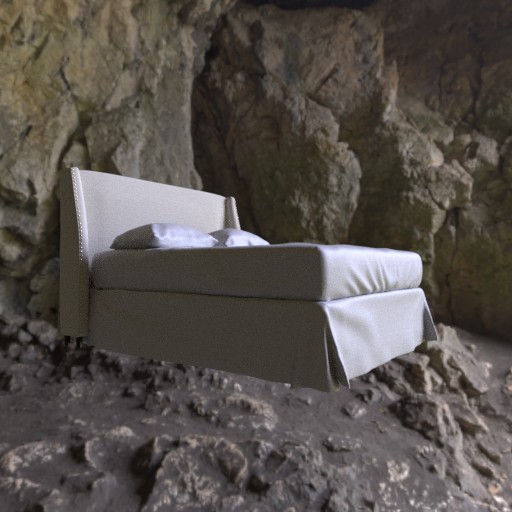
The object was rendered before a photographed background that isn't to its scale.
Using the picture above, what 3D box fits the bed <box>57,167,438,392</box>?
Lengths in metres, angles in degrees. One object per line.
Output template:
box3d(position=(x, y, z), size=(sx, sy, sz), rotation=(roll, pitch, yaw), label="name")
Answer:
box3d(position=(0.000, 0.000, 3.384), size=(2.276, 1.332, 1.925), rotation=(-1, -1, 37), label="bed")
